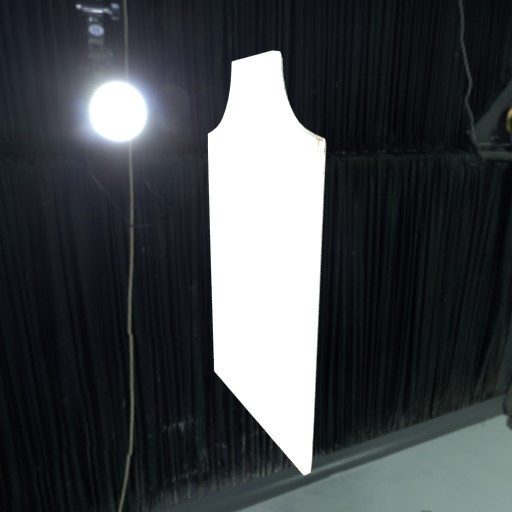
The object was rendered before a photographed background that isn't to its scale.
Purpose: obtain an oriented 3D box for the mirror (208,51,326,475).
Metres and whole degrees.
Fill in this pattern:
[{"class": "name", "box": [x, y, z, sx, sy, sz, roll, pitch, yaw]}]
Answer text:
[{"class": "mirror", "box": [0.000, 0.000, 0.869, 0.022, 0.717, 0.403, -9, 19, -27]}]
